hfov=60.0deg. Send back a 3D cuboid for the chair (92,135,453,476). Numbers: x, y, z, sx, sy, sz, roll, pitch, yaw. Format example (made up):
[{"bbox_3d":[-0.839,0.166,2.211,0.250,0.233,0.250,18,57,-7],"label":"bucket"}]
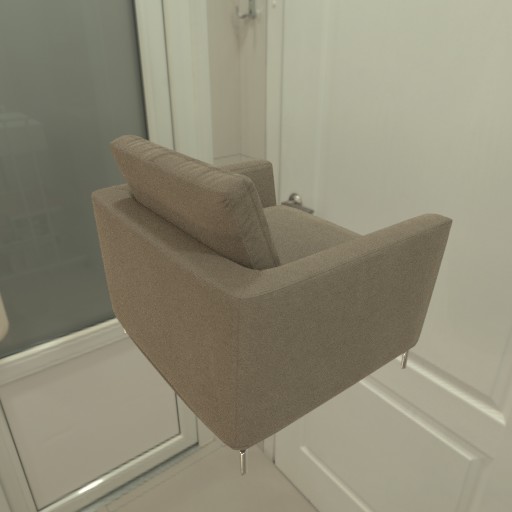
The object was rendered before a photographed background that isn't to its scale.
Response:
[{"bbox_3d":[0.000,0.000,1.657,0.889,0.864,1.041,-19,32,-33],"label":"chair"}]
